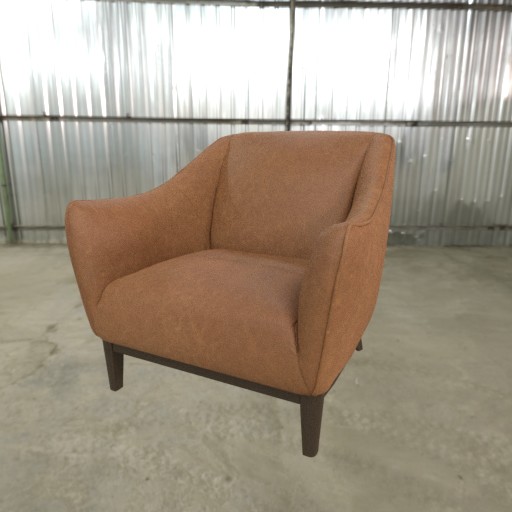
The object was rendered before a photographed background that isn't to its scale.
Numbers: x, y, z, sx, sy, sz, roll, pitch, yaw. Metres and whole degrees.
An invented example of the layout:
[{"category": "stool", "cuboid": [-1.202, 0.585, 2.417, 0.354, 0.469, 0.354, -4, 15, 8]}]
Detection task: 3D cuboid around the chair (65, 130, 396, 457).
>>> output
[{"category": "chair", "cuboid": [0.000, 0.000, 1.500, 0.871, 0.830, 0.852, 7, 16, 26]}]
